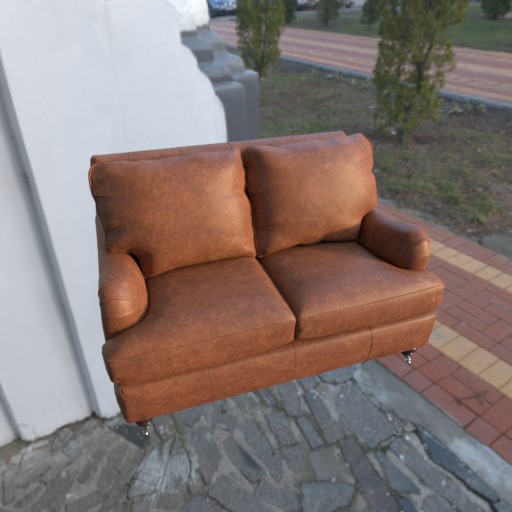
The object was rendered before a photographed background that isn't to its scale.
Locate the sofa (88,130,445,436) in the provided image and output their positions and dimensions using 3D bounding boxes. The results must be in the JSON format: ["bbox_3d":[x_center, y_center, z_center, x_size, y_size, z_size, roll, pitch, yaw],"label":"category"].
[{"bbox_3d":[0.000,0.000,2.218,1.527,1.004,1.077,-10,33,-16],"label":"sofa"}]
